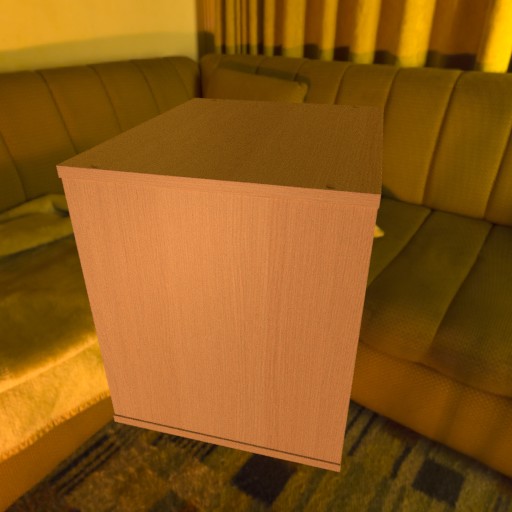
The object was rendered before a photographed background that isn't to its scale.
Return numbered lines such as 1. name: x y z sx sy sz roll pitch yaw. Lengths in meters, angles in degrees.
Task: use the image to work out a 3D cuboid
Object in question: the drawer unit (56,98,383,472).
1. drawer unit: 0.000 0.000 0.608 0.290 0.344 0.349 7 30 12
